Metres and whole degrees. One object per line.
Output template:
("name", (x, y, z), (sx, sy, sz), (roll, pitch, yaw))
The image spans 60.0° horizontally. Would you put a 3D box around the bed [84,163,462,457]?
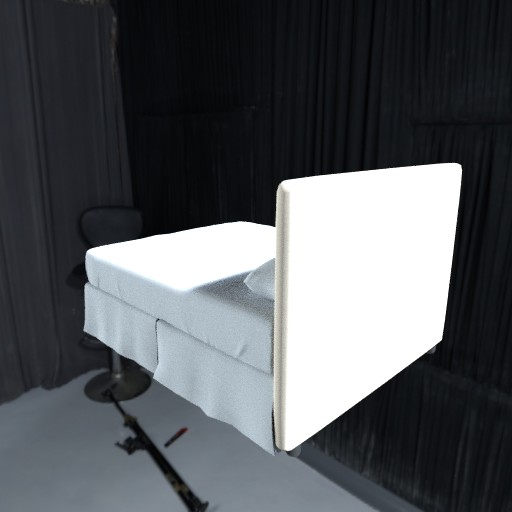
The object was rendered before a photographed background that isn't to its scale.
("bed", (0.000, 0.000, 3.173), (1.748, 1.330, 2.142), (-14, 21, -43))
